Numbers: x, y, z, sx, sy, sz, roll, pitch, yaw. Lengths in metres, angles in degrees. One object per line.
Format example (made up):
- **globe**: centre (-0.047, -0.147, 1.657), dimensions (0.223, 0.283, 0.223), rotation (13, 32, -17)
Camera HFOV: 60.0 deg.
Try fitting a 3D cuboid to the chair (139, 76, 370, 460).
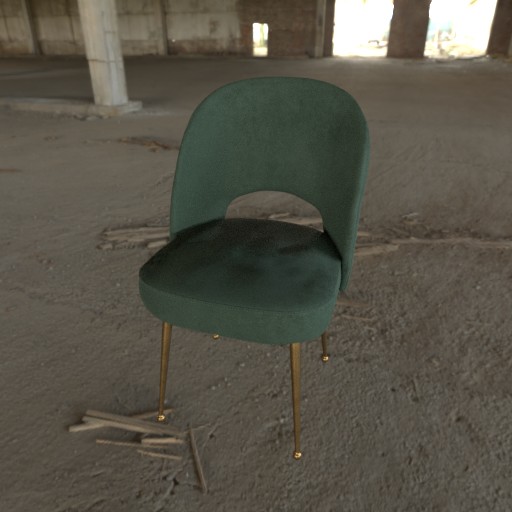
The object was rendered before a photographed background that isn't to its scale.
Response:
- **chair**: centre (0.000, 0.000, 1.205), dimensions (0.527, 0.860, 0.577), rotation (8, 28, 16)
